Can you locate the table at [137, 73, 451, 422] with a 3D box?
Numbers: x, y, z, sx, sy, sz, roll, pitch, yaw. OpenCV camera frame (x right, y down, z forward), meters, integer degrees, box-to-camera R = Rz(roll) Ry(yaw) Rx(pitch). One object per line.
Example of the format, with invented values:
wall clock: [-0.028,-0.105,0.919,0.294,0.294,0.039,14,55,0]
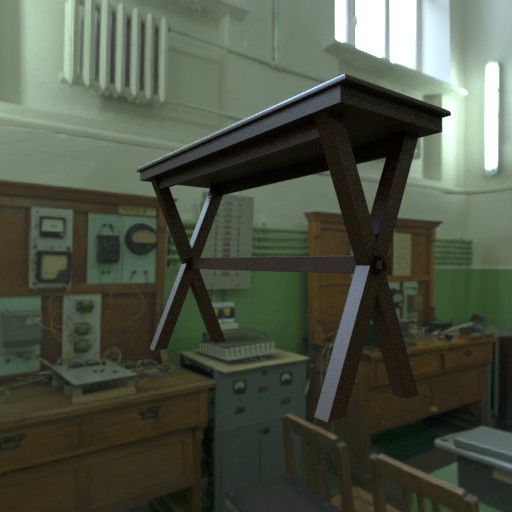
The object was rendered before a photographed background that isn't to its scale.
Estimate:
table: [0.000,0.000,1.527,0.399,0.763,1.197,0,-1,-36]
